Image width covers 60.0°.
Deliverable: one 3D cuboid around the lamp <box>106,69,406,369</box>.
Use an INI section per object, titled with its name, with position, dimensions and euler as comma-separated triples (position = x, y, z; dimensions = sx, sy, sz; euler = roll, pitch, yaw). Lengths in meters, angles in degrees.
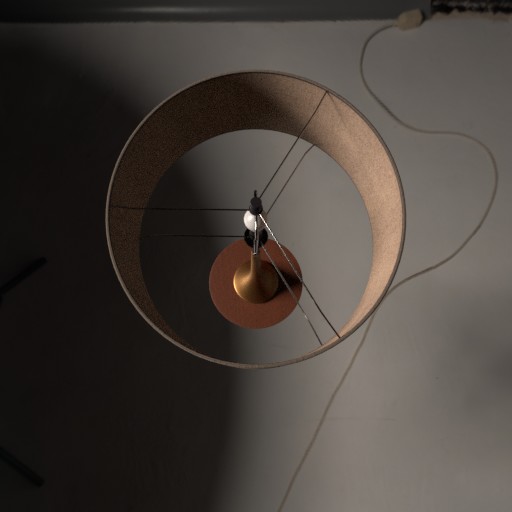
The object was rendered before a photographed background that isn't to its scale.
[lamp]
position = 0.000, 0.000, 0.841
dimensions = 0.396, 0.551, 0.417
euler = -1, 75, 0
